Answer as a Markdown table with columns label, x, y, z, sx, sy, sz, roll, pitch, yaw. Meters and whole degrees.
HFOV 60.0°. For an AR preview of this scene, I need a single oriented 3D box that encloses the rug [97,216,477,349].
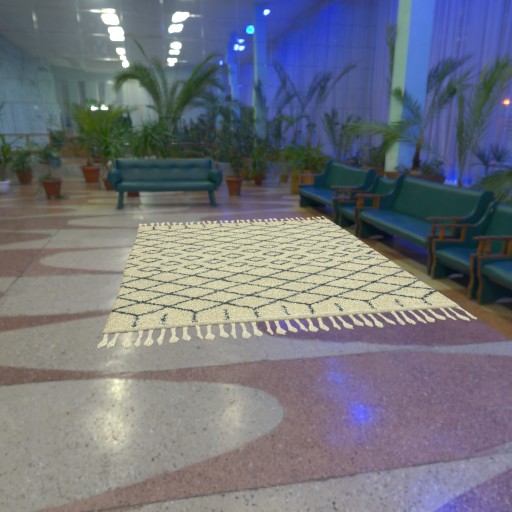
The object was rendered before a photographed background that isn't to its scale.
| label | x | y | z | sx | sy | sz | roll | pitch | yaw |
| --- | --- | --- | --- | --- | --- | --- | --- | --- | --- |
| rug | 0.000 | 0.000 | 4.192 | 2.388 | 0.030 | 3.213 | -3 | 17 | -9 |
